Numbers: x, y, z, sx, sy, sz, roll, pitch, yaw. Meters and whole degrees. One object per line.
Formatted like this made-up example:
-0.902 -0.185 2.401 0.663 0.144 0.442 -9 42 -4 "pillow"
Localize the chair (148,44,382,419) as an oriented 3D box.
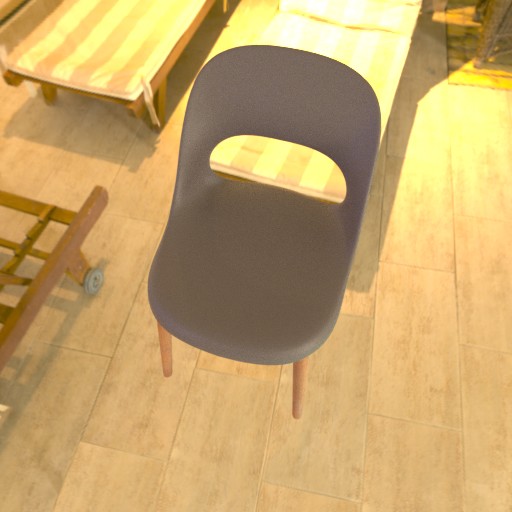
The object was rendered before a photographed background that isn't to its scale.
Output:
0.000 0.000 1.124 0.470 0.795 0.556 15 59 9 "chair"
